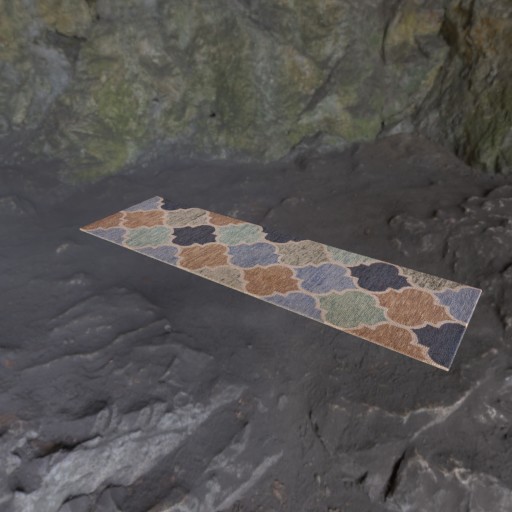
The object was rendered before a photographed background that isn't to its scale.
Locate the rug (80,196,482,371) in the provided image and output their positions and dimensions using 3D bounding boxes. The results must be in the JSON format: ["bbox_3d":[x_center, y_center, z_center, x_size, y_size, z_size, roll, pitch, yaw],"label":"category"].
[{"bbox_3d":[0.000,0.000,2.546,2.287,0.011,0.687,18,34,29],"label":"rug"}]
